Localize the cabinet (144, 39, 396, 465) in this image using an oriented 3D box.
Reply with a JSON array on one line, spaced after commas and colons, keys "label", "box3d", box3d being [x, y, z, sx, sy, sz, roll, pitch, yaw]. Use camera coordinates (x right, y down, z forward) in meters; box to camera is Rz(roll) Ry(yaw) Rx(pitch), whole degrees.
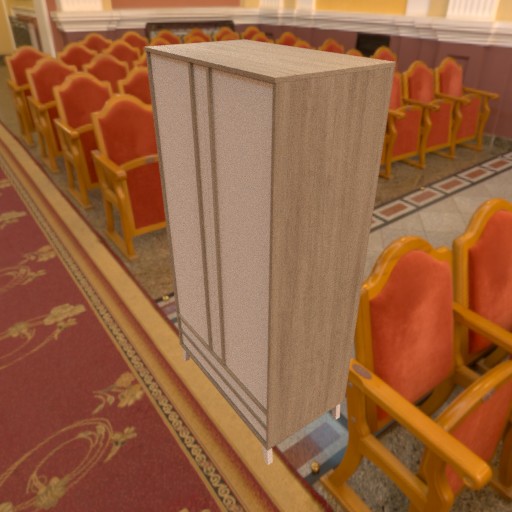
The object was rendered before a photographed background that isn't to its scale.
[{"label": "cabinet", "box3d": [0.000, 0.000, 2.390, 0.571, 1.999, 1.006, -20, 37, -30]}]
